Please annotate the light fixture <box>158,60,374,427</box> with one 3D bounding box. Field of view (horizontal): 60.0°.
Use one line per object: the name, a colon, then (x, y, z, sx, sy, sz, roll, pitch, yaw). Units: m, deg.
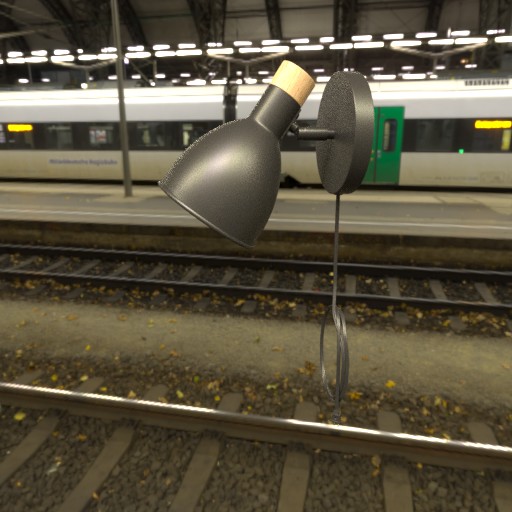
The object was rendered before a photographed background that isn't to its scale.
light fixture: (0.000, 0.000, 0.491, 0.203, 0.401, 0.127, -2, 15, -9)
